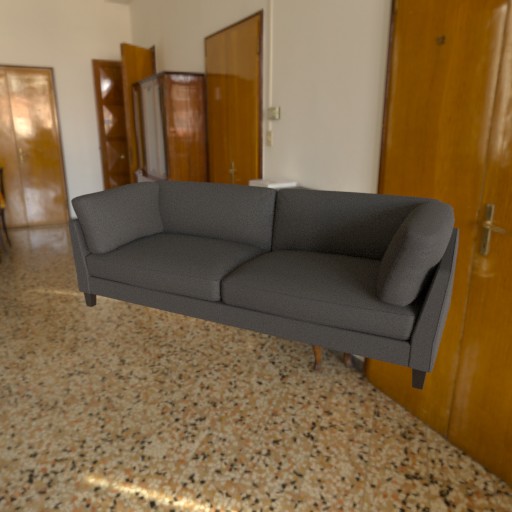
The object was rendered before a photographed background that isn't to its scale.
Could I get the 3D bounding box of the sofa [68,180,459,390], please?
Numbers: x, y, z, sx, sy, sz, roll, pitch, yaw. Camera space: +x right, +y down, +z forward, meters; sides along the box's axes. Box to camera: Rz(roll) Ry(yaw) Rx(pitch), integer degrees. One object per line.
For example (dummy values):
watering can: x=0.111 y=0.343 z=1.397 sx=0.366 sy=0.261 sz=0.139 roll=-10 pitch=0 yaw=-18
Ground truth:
sofa: x=0.000 y=0.000 z=2.793 sx=2.312 sy=0.792 sz=0.969 roll=8 pitch=18 yaw=26
